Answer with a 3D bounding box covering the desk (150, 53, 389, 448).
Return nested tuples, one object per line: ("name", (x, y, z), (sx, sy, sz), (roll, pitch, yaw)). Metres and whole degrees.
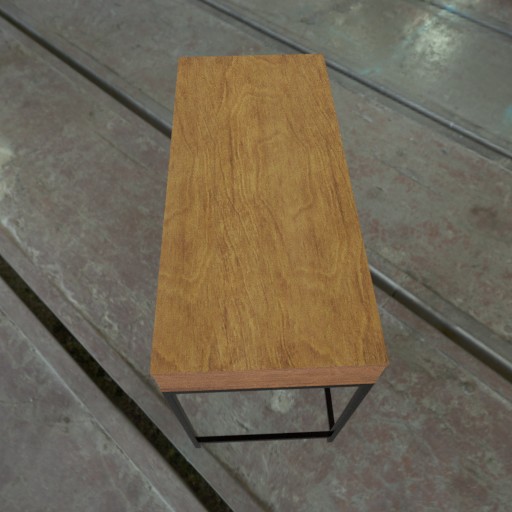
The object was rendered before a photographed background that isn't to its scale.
("desk", (0.000, 0.000, 1.440), (0.470, 0.762, 1.016), (-2, 57, -1))
